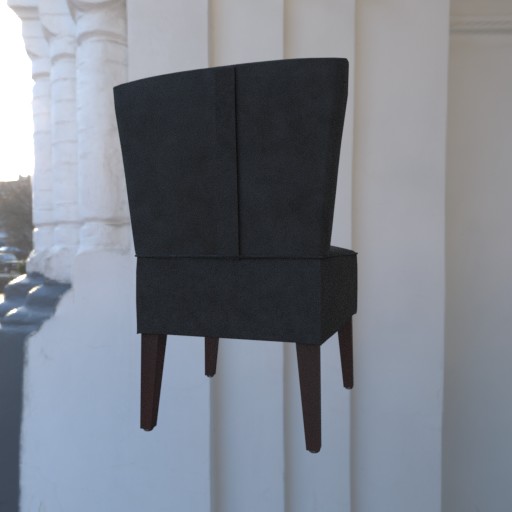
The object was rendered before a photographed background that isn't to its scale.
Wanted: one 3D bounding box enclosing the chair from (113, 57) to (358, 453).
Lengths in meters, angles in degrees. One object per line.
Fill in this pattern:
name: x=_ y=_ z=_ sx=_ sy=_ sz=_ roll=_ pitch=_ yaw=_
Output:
chair: x=0.000 y=0.000 z=1.179 sx=0.521 sy=0.806 sz=0.554 roll=0 pitch=1 yaw=17
